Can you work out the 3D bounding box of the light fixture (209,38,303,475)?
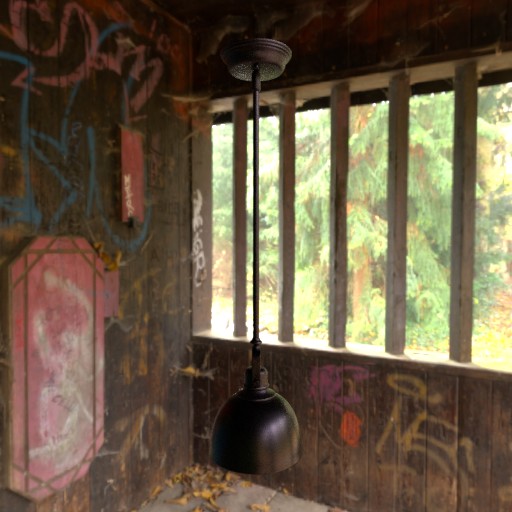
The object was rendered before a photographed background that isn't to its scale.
[{"bbox_3d":[0.000,0.000,0.857,0.182,0.768,0.182,0,2,-1],"label":"light fixture"}]
